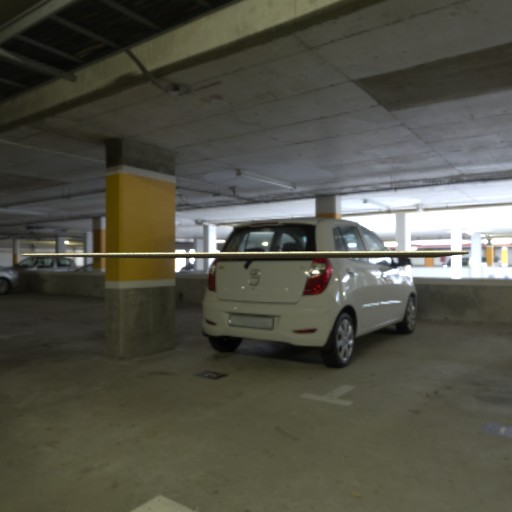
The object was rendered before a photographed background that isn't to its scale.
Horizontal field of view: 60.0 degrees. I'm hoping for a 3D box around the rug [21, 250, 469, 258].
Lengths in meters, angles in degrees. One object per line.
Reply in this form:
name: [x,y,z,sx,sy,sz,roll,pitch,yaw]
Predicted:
rug: [0.000,0.000,3.434,2.746,0.018,1.819,0,-1,17]
